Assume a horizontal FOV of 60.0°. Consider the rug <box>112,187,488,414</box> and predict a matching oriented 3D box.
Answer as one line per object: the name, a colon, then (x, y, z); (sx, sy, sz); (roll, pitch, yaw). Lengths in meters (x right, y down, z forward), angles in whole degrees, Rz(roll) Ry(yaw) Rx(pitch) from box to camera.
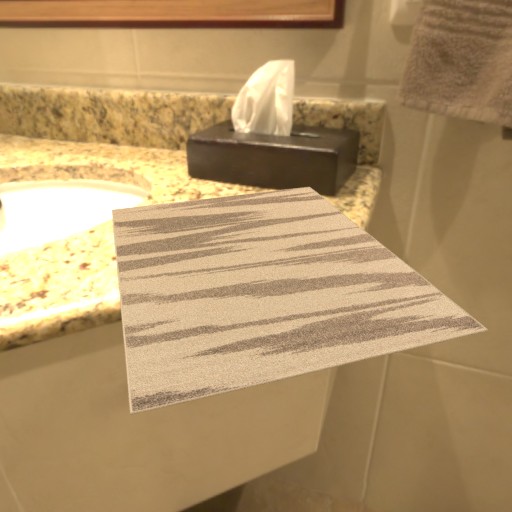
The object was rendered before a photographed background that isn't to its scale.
rug: (0.000, 0.000, 3.897); (2.353, 0.014, 2.945); (-9, 30, -16)
